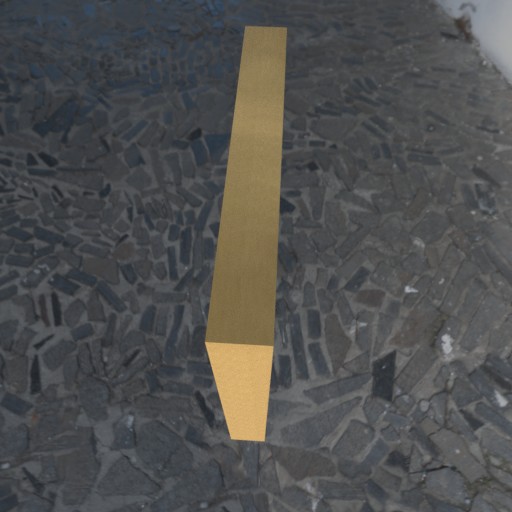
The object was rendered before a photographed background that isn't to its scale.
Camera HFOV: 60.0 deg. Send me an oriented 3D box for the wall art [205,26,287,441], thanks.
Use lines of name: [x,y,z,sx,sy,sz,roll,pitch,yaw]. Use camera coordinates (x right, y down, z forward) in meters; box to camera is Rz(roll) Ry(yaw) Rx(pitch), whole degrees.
wall art: [0.000,0.000,0.454,0.038,0.305,0.304,3,58,2]
